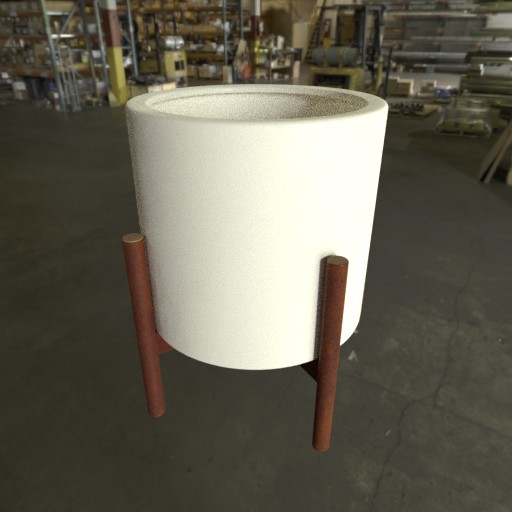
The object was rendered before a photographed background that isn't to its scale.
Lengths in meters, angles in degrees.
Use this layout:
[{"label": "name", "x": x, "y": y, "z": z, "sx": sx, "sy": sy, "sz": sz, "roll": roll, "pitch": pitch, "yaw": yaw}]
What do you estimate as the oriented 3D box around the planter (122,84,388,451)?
[{"label": "planter", "x": 0.000, "y": 0.000, "z": 0.860, "sx": 0.420, "sy": 0.581, "sz": 0.421, "roll": 8, "pitch": 28, "yaw": 15}]
